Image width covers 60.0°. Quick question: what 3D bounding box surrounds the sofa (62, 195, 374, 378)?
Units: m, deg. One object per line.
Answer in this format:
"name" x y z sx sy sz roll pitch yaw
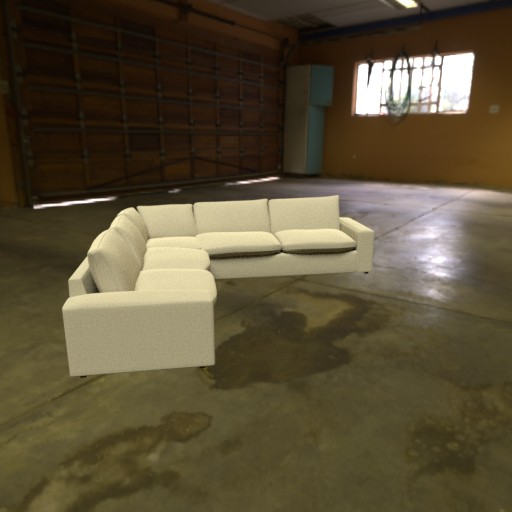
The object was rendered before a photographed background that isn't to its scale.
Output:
"sofa" 0.000 0.000 4.775 3.206 0.918 3.066 -2 15 -9
